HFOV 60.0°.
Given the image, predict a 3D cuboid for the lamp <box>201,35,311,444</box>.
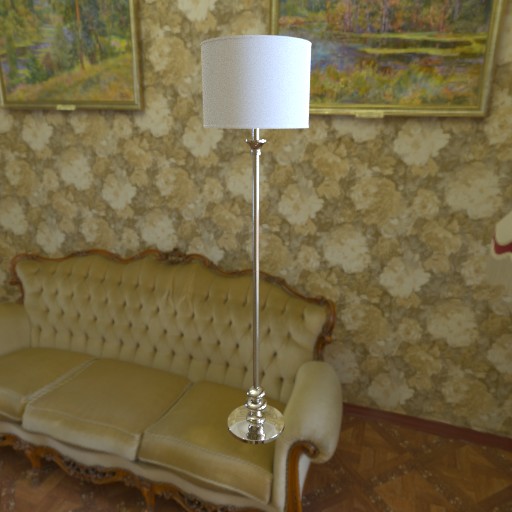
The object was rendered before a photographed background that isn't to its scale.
[{"bbox_3d":[0.000,0.000,1.650,0.356,1.487,0.356,-9,19,-26],"label":"lamp"}]
